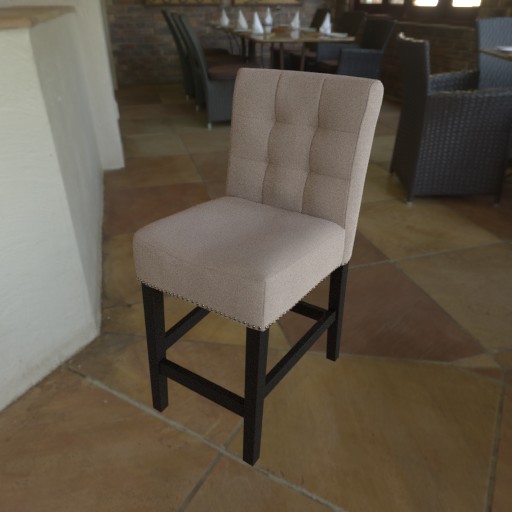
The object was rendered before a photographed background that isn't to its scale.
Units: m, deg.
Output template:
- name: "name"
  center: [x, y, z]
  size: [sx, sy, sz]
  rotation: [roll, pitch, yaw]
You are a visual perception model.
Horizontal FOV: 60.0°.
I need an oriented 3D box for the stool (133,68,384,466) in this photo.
- name: "stool"
  center: [0.000, 0.000, 1.218]
  size: [0.427, 0.885, 0.571]
  rotation: [18, 35, 28]
